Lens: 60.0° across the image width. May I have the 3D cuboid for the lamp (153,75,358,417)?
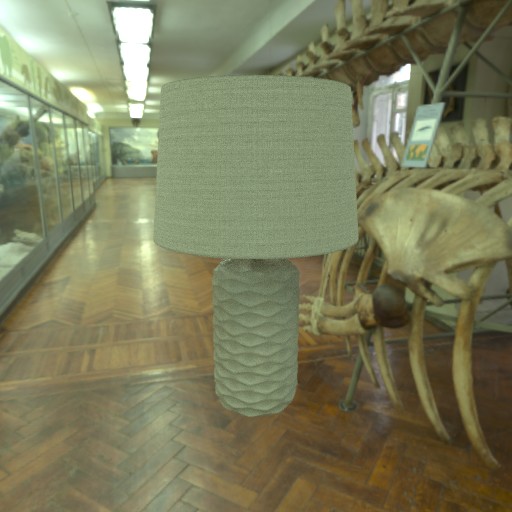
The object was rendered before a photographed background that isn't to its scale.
[{"bbox_3d":[0.000,0.000,0.841,0.376,0.594,0.376,0,13,0],"label":"lamp"}]
